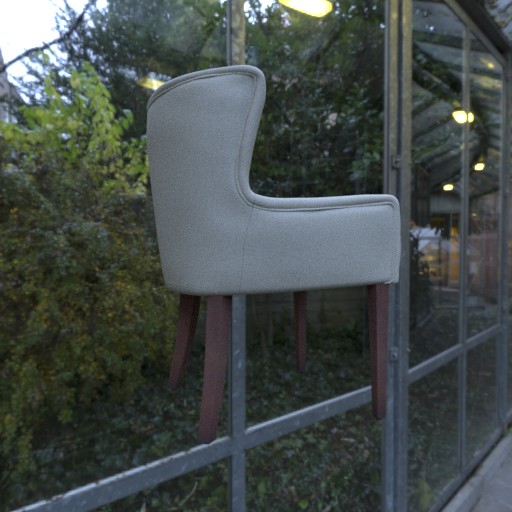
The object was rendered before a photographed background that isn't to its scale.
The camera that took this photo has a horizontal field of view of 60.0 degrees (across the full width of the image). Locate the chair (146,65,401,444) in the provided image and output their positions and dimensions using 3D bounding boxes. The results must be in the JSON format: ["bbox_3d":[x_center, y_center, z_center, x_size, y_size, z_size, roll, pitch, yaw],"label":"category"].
[{"bbox_3d":[0.000,0.000,1.433,0.686,0.952,0.660,0,1,-20],"label":"chair"}]
